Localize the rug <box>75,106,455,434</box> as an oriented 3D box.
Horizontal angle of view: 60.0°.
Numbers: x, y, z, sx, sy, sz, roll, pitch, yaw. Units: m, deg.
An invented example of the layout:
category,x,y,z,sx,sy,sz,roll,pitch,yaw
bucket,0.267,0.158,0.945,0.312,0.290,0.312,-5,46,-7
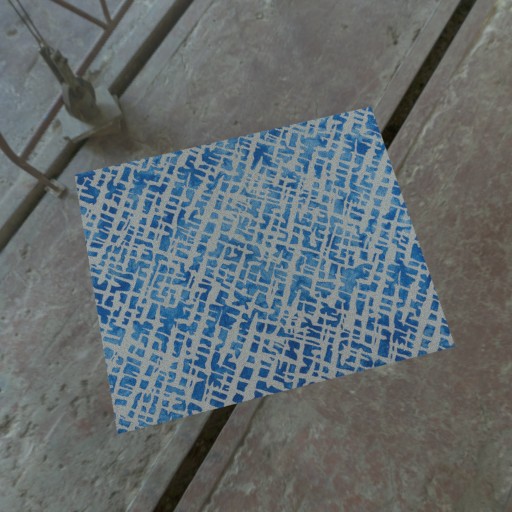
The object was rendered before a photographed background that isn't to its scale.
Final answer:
category,x,y,z,sx,sy,sz,roll,pitch,yaw
rug,0.000,0.000,4.088,3.007,0.007,2.435,-14,77,-3
